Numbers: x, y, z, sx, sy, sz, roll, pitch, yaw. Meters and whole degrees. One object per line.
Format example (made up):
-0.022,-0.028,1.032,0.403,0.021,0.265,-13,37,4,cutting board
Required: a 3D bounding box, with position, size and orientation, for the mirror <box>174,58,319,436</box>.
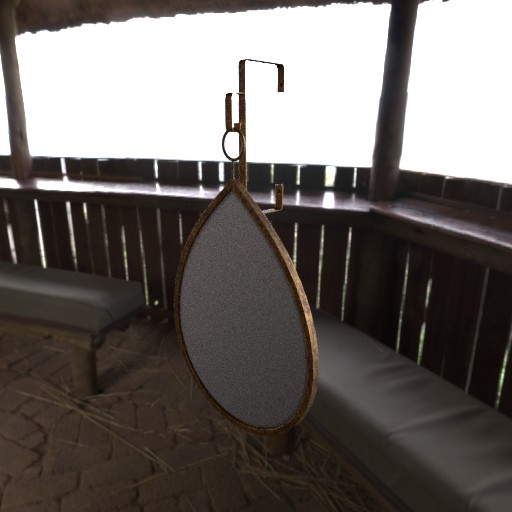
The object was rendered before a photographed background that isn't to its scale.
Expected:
0.000,0.000,0.914,0.405,0.744,0.144,15,22,41,mirror
